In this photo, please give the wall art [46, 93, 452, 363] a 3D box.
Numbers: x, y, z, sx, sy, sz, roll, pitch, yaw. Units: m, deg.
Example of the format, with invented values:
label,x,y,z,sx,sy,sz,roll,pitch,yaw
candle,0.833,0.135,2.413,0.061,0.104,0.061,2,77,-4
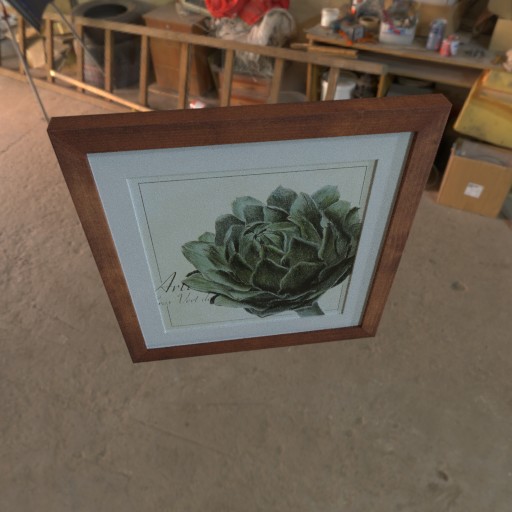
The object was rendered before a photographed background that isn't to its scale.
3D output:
label,x,y,z,sx,sy,sz,roll,pitch,yaw
wall art,0.000,0.000,0.816,0.554,0.572,0.037,-5,46,-5
